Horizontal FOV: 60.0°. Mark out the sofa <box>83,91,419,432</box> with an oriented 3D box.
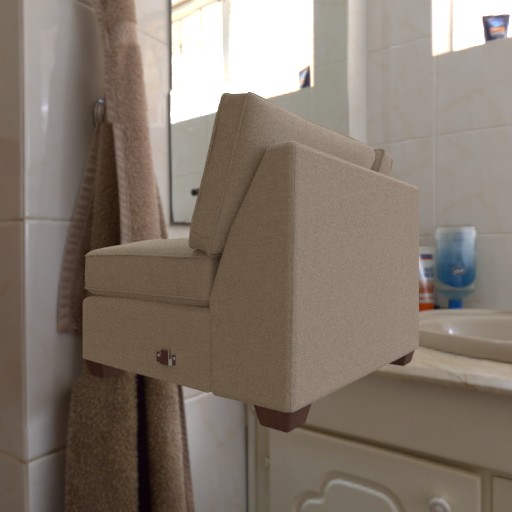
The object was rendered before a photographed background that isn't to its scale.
[{"bbox_3d":[0.000,0.000,1.962,1.084,1.002,1.146,0,0,37],"label":"sofa"}]
